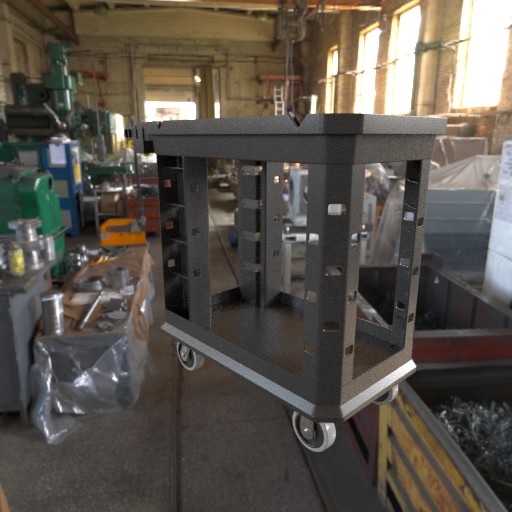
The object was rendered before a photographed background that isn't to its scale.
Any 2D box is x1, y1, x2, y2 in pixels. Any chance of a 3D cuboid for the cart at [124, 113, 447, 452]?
[{"bbox_3d":[0.000,0.000,1.518,0.497,0.884,1.061,-14,20,-41],"label":"cart"}]
